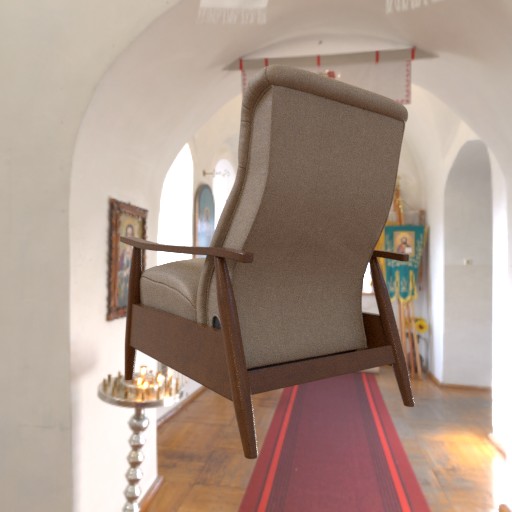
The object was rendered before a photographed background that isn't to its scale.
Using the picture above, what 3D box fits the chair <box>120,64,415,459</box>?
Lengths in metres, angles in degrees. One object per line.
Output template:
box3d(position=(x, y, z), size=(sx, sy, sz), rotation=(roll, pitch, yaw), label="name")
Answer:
box3d(position=(0.000, 0.000, 1.777), size=(0.762, 1.082, 1.030), rotation=(0, 0, -36), label="chair")
